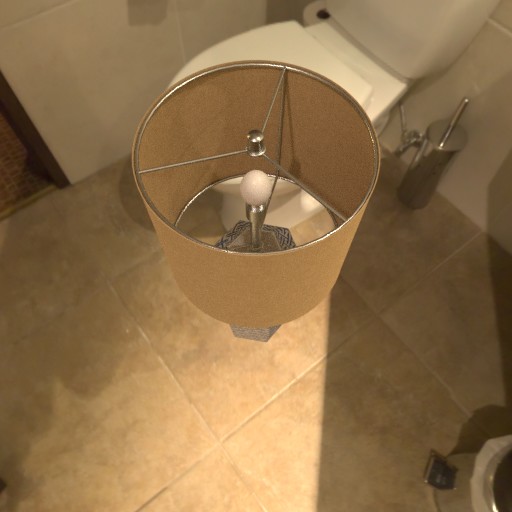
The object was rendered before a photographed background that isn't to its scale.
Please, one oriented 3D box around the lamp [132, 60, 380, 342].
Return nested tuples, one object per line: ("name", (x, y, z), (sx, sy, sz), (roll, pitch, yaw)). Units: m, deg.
("lamp", (0.000, 0.000, 0.862), (0.320, 0.682, 0.320), (14, 64, 7))
